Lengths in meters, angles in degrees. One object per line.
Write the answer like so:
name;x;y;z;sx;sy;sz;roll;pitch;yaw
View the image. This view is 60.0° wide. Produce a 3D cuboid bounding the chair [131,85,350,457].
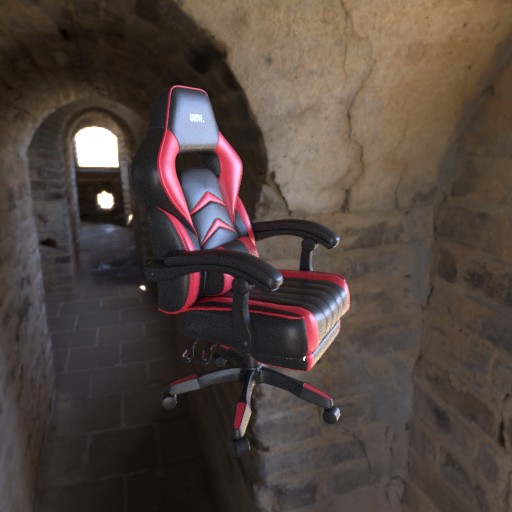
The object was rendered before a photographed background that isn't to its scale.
chair;0.000;0.000;1.672;0.700;1.220;0.700;7;17;26
